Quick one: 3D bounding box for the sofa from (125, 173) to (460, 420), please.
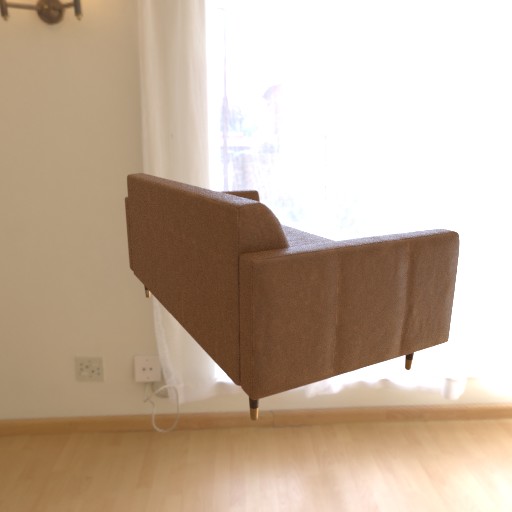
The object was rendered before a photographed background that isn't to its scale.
[{"bbox_3d":[0.000,0.000,2.407,0.993,0.821,1.847,-8,16,-27],"label":"sofa"}]
